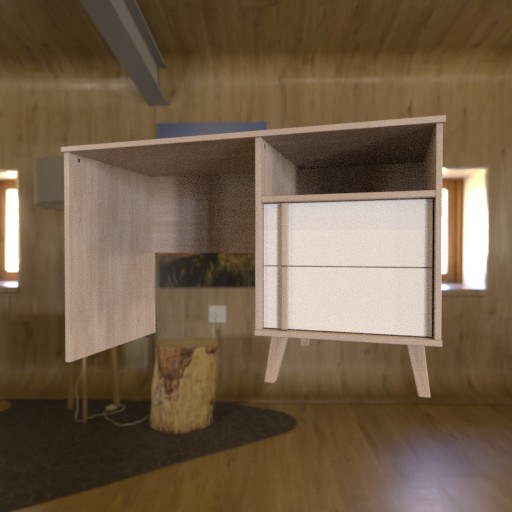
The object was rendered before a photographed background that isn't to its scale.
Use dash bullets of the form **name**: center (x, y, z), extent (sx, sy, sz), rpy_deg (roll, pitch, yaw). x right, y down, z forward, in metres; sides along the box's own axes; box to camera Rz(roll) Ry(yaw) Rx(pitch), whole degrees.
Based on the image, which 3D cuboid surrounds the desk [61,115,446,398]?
- **desk**: center (0.000, 0.000, 1.664), extent (1.251, 0.770, 0.600), rpy_deg (0, 1, 17)
